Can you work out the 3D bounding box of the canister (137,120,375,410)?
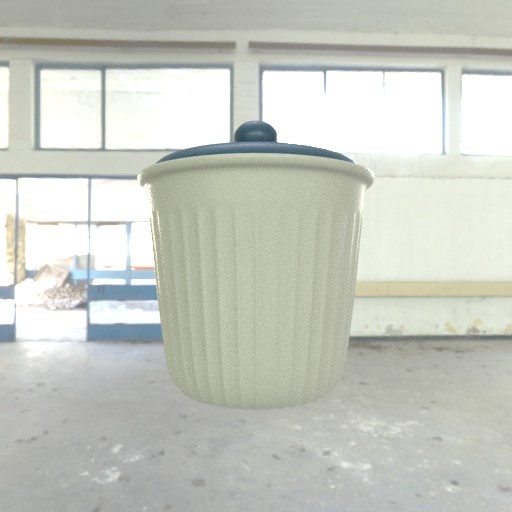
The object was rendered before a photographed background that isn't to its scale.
[{"bbox_3d":[0.000,0.000,0.349,0.181,0.211,0.181,0,-1,0],"label":"canister"}]
